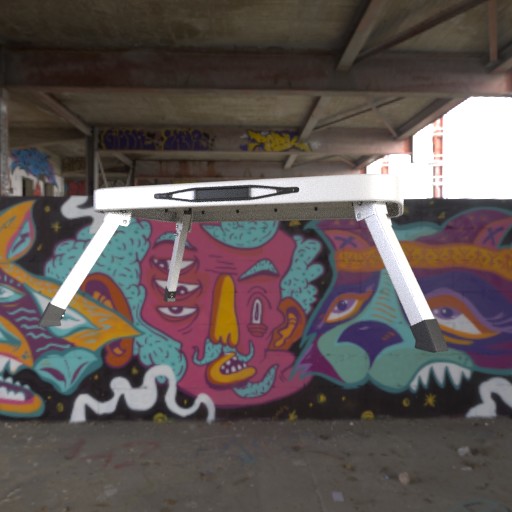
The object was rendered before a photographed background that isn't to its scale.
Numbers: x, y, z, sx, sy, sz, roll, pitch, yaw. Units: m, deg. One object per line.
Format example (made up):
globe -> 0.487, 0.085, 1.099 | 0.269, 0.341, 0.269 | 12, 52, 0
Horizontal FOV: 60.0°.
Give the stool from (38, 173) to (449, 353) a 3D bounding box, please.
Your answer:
stool -> 0.000, 0.000, 0.608 | 0.460, 0.170, 0.320 | 0, 0, 18
